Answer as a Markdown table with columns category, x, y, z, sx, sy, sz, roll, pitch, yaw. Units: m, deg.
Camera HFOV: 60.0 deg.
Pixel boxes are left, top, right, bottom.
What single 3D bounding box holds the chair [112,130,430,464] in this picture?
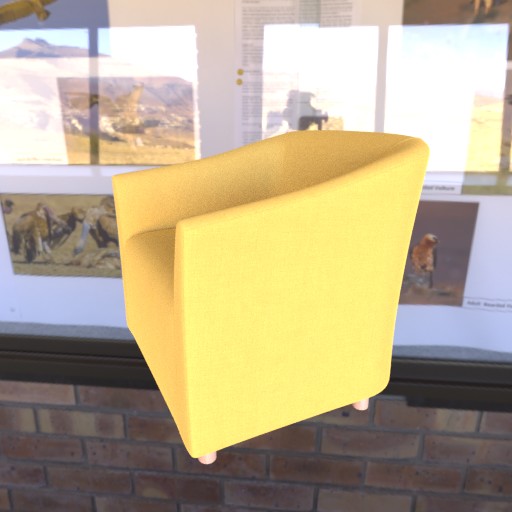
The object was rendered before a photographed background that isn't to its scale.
| category | x | y | z | sx | sy | sz | roll | pitch | yaw |
| --- | --- | --- | --- | --- | --- | --- | --- | --- | --- |
| chair | 0.000 | 0.000 | 1.336 | 0.700 | 0.720 | 0.790 | -8 | 19 | -25 |
